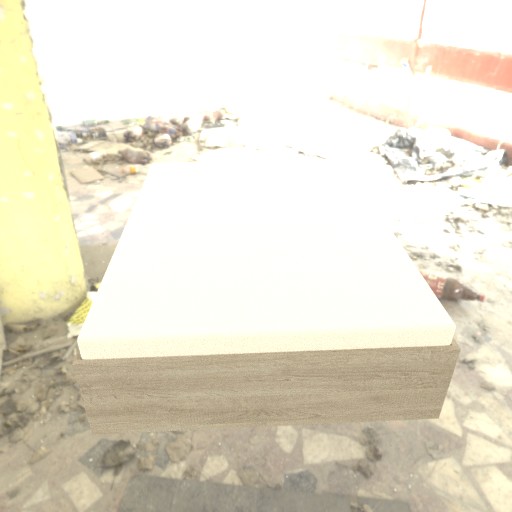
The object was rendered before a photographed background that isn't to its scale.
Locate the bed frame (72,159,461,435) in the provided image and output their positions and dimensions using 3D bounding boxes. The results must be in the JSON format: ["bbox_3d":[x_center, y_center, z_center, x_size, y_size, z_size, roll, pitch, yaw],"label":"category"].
[{"bbox_3d":[0.000,0.000,2.554,1.448,0.490,1.944,-2,31,-3],"label":"bed frame"}]
